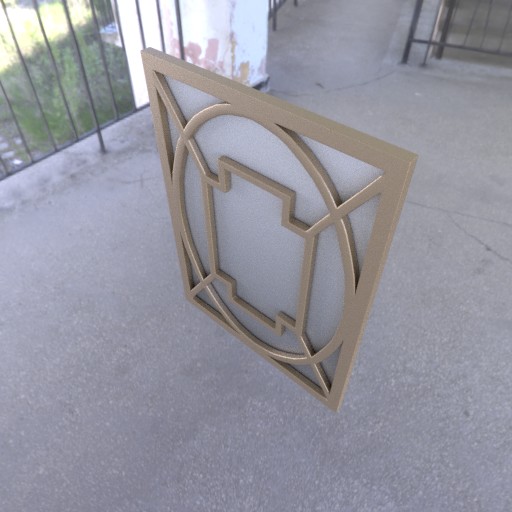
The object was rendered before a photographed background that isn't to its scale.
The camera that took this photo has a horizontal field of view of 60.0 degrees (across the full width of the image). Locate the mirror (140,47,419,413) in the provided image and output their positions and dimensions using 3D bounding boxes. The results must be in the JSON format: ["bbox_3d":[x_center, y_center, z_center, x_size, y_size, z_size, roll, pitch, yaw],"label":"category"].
[{"bbox_3d":[0.000,0.000,1.336,0.756,1.023,0.032,32,54,27],"label":"mirror"}]
